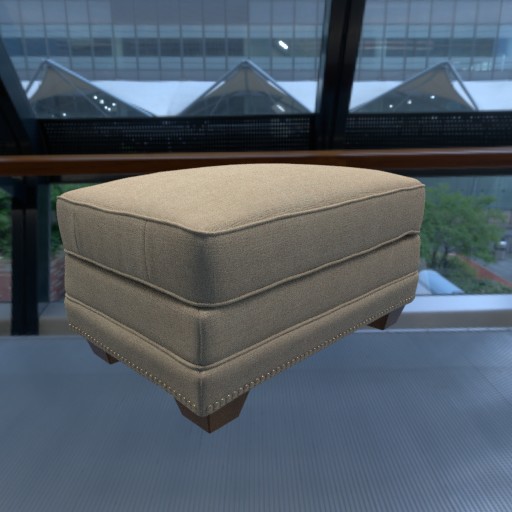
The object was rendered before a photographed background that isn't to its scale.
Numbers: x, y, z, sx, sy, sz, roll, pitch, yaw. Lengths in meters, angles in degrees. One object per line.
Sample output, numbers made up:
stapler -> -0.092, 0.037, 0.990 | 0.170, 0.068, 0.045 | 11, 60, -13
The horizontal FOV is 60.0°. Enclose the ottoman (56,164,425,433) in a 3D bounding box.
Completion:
ottoman -> 0.000, 0.000, 1.145 | 0.559, 0.458, 0.813 | 14, 20, 43
